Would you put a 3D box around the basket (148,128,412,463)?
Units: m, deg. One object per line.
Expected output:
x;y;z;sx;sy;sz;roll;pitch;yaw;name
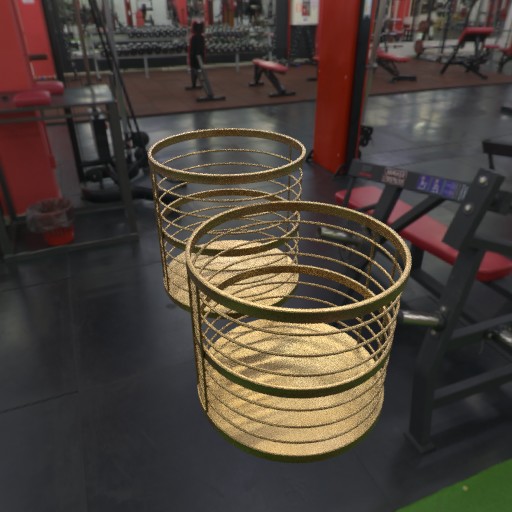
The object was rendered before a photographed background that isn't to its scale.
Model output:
0.000;0.000;0.936;0.356;0.351;0.746;-10;32;-17;basket
